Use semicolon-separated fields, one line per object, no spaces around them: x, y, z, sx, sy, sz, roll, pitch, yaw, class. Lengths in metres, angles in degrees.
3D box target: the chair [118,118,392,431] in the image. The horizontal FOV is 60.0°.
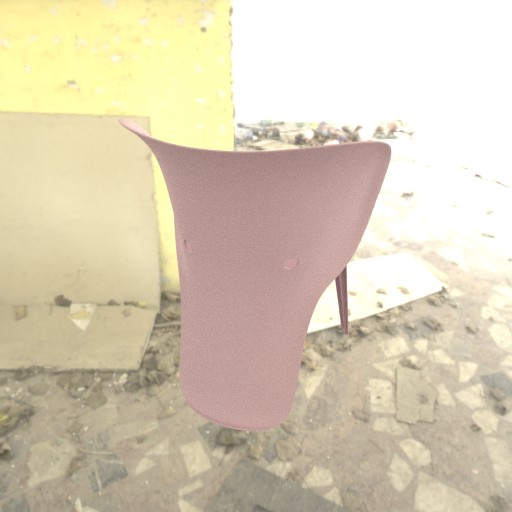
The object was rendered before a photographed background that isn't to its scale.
0.000;0.000;0.874;0.451;0.554;0.402;10;32;16;chair
